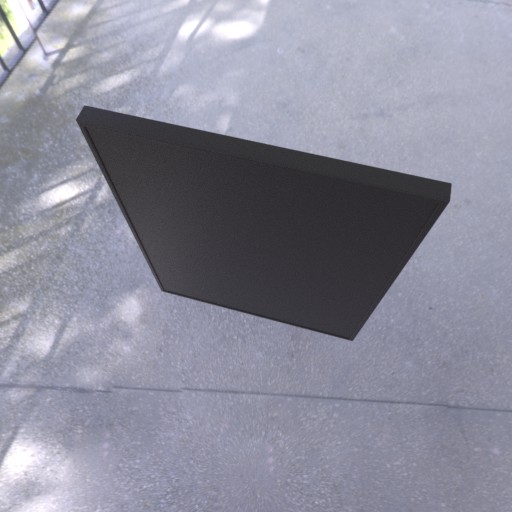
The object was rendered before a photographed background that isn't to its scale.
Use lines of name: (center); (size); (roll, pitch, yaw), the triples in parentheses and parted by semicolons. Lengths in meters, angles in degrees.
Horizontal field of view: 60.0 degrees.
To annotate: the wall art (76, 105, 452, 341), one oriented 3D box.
wall art: (0.000, 0.000, 0.767); (0.451, 0.551, 0.028); (14, 64, 7)
